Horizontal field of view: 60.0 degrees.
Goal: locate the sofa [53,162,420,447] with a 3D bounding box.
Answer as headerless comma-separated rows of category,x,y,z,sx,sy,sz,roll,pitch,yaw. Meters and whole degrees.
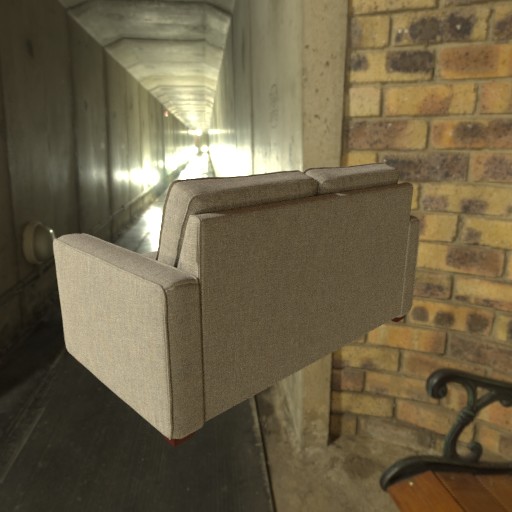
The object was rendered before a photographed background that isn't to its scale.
sofa,0.000,0.000,2.272,1.706,0.915,0.945,-15,21,-42
